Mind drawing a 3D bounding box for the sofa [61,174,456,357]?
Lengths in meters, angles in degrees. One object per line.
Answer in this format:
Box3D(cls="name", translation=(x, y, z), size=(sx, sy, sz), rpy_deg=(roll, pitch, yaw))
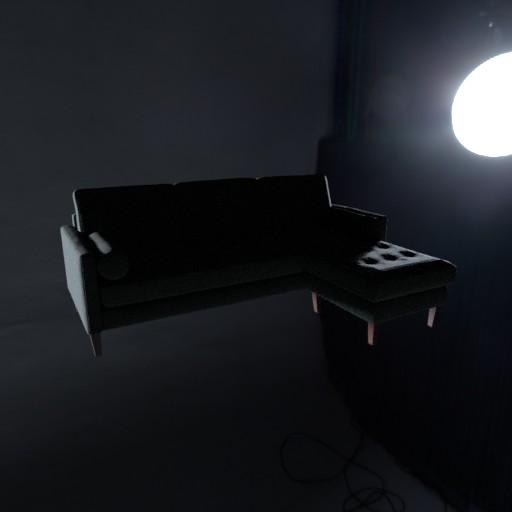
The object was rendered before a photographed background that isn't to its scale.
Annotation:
Box3D(cls="sofa", translation=(0.000, 0.000, 2.890), size=(2.178, 0.876, 1.506), rpy_deg=(-9, 18, -28))
